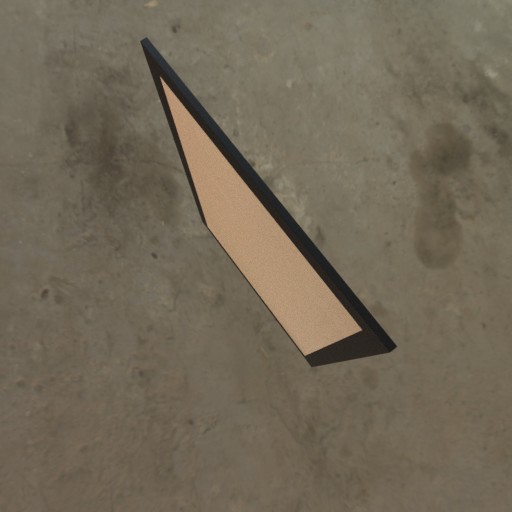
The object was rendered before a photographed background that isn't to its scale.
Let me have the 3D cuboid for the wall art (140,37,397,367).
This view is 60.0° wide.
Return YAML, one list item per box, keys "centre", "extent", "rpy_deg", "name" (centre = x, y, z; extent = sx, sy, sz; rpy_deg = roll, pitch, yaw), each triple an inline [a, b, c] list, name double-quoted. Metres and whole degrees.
- centre: [0.000, 0.000, 0.658]
  extent: [0.008, 0.530, 0.379]
  rpy_deg: [-36, 78, -9]
  name: "wall art"
